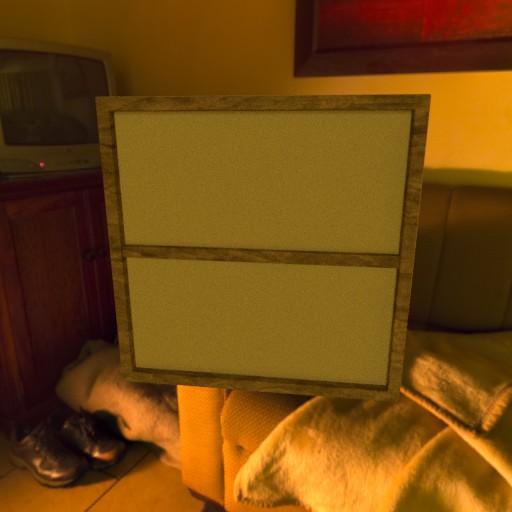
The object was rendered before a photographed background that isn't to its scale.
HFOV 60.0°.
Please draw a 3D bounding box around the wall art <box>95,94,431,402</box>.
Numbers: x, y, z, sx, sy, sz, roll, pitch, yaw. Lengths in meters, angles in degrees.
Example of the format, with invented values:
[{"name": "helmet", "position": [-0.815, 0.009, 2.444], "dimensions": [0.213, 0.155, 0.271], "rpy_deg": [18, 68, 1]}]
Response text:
[{"name": "wall art", "position": [0.000, 0.000, 1.097], "dimensions": [0.747, 0.747, 0.035], "rpy_deg": [2, 17, 7]}]
